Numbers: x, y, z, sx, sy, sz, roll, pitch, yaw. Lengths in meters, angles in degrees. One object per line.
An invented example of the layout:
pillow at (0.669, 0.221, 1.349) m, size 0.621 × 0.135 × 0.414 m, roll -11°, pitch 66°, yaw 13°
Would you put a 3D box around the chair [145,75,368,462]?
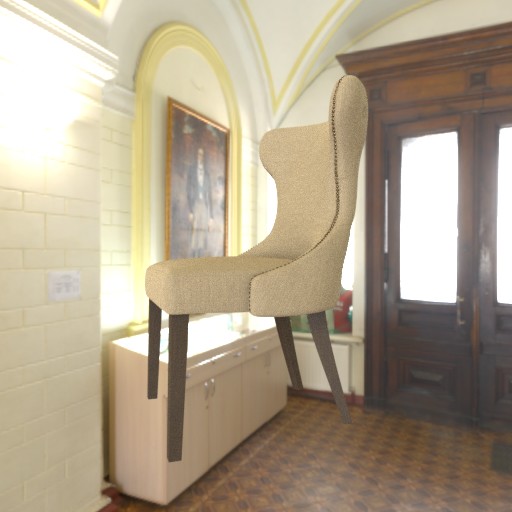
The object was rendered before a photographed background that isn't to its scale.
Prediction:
chair at (0.000, 0.000, 1.381) m, size 0.635 × 0.967 × 0.628 m, roll 0°, pitch 0°, yaw -19°
